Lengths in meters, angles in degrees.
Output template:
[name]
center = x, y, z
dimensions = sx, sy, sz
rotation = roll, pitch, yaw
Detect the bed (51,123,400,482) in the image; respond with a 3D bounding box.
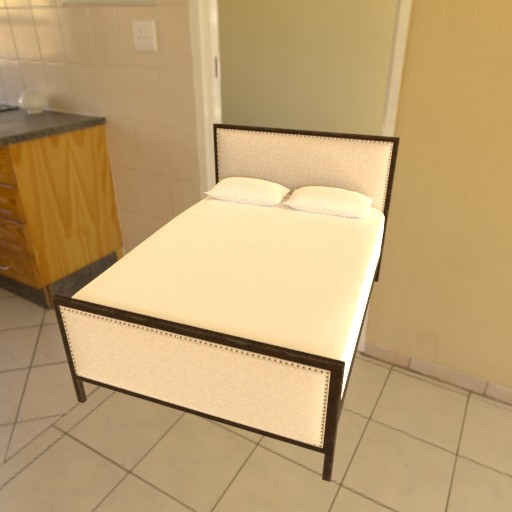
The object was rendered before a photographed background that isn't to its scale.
[bed]
center = 0.000, 0.000, 3.130
dimensions = 1.607, 1.313, 2.221
rotation = 10, 29, 18
